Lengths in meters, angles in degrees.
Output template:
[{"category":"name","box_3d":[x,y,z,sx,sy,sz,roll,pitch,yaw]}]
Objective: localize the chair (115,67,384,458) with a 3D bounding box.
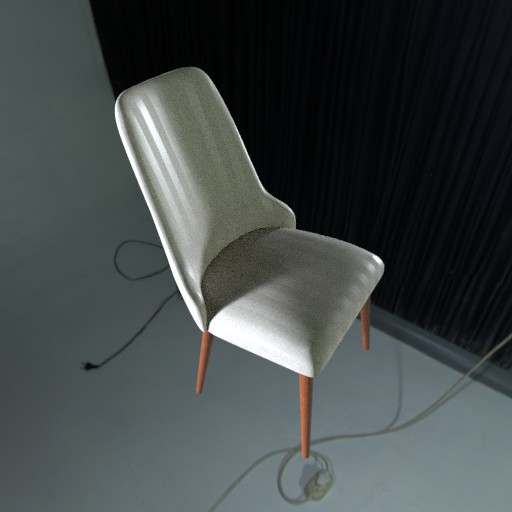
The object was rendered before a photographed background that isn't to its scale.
[{"category":"chair","box_3d":[0.000,0.000,1.321,0.684,0.917,0.526,23,45,25]}]
